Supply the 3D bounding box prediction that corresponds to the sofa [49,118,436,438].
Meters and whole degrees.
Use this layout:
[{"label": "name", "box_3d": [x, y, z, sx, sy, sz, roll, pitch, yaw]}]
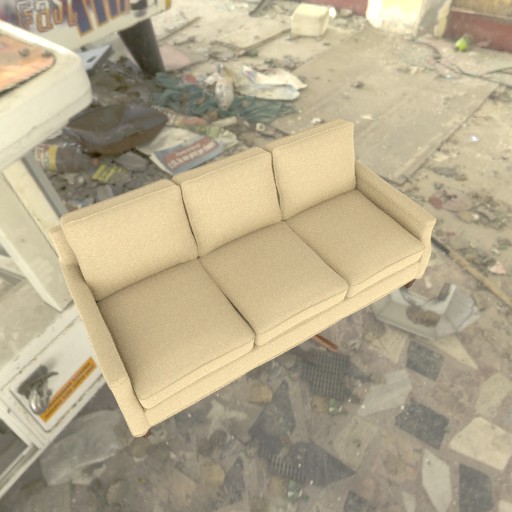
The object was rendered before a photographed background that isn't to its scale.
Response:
[{"label": "sofa", "box_3d": [0.000, 0.000, 2.877, 2.246, 1.003, 1.084, -25, 52, -21]}]
